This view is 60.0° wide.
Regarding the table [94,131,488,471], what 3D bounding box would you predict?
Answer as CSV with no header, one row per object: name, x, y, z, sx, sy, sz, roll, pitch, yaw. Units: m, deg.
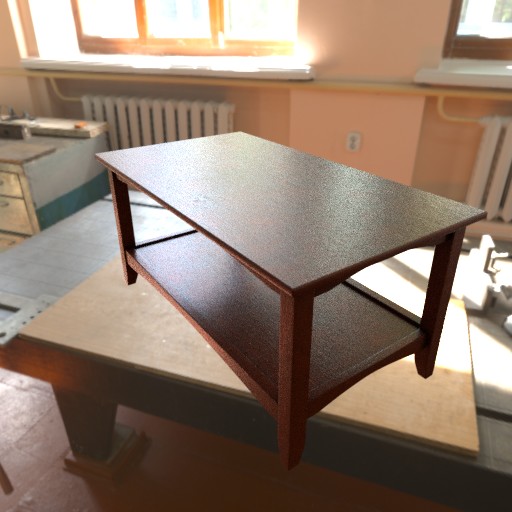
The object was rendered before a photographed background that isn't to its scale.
table,0.000,0.000,1.243,0.533,0.456,0.943,-18,33,-31
